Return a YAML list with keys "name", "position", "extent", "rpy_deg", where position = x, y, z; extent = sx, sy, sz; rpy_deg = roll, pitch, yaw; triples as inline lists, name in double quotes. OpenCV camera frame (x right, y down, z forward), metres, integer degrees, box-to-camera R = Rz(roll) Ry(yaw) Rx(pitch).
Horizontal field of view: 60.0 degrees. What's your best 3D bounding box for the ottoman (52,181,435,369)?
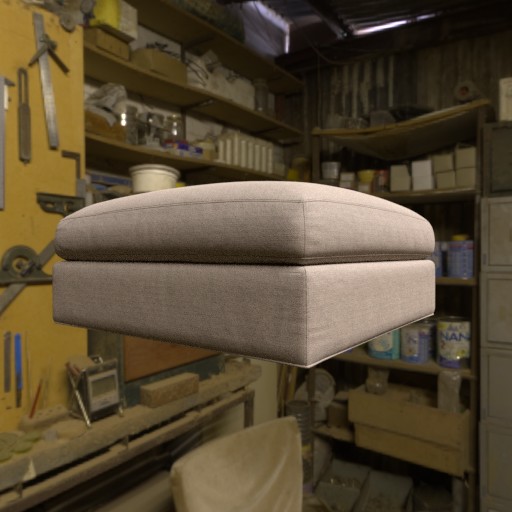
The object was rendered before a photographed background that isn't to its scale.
- name: "ottoman"
  position: [0.000, 0.000, 1.648]
  extent: [1.041, 0.470, 1.041]
  rpy_deg: [0, 1, 36]
